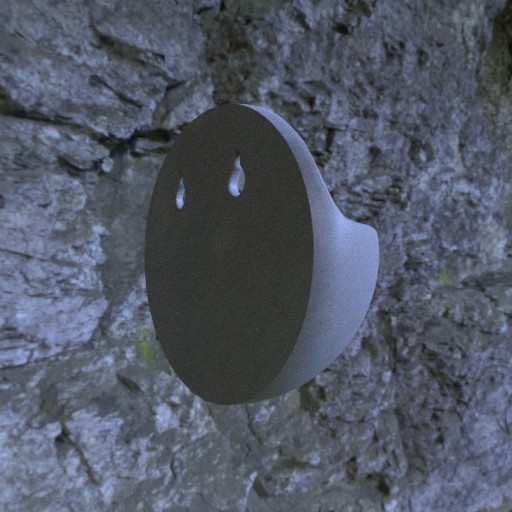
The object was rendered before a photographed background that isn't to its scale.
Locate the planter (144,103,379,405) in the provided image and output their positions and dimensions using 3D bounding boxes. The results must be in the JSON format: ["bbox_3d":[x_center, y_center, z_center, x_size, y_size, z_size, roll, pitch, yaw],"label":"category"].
[{"bbox_3d":[0.000,0.000,0.271,0.073,0.164,0.190,1,-1,-36],"label":"planter"}]
